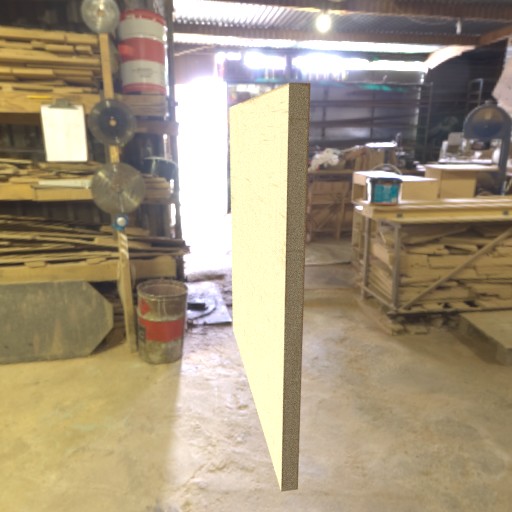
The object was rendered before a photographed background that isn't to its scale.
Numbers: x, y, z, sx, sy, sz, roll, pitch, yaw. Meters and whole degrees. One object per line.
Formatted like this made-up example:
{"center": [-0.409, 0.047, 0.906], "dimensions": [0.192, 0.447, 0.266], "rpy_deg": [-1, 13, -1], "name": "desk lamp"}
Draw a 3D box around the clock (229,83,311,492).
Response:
{"center": [0.000, 0.000, 1.057], "dimensions": [0.032, 0.705, 0.705], "rpy_deg": [-3, 16, -10], "name": "clock"}
